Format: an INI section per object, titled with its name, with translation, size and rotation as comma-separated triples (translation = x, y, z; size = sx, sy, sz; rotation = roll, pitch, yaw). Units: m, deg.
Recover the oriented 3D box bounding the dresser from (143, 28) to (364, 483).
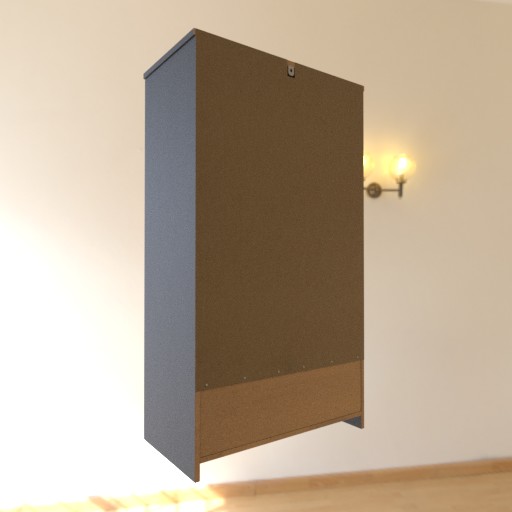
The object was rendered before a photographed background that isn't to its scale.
[dresser]
translation = 0.000, 0.000, 1.582
size = 0.704, 1.255, 0.399
rotation = 1, -1, -36
